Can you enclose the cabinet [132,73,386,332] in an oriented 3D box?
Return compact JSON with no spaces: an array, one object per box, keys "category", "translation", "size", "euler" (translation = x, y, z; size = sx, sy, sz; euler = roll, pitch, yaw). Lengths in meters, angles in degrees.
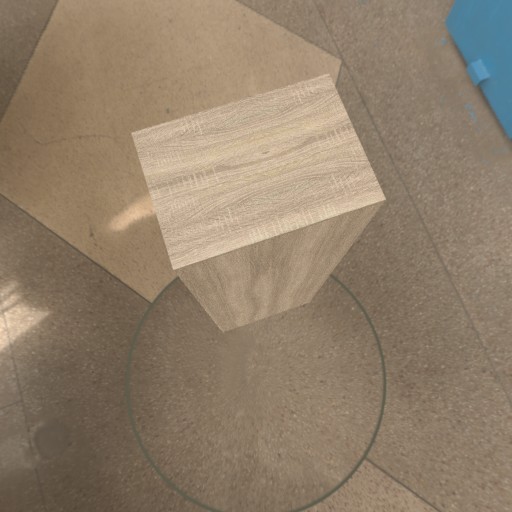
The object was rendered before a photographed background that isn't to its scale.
[{"category":"cabinet","translation":[0.000,0.000,2.059],"size":[0.570,1.850,0.400],"euler":[-18,76,-5]}]
